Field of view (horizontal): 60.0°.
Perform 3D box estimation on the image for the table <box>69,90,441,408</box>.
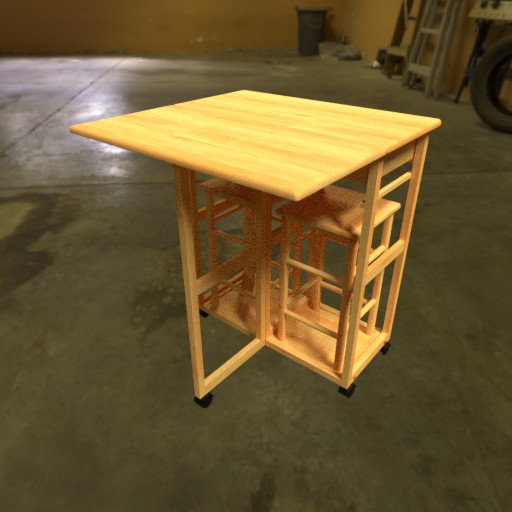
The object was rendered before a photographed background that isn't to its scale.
[{"bbox_3d":[0.000,0.000,1.395,0.752,0.832,0.693,22,37,33],"label":"table"}]
